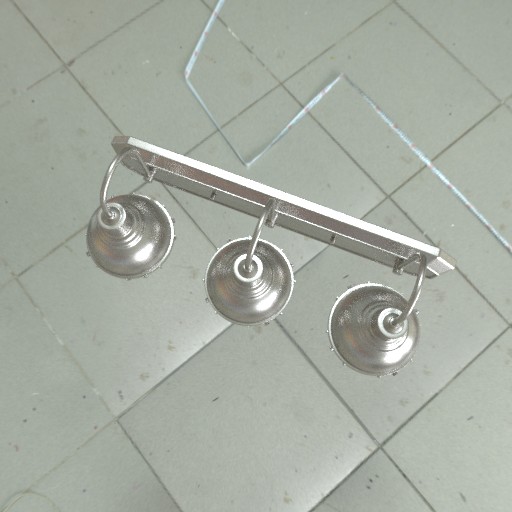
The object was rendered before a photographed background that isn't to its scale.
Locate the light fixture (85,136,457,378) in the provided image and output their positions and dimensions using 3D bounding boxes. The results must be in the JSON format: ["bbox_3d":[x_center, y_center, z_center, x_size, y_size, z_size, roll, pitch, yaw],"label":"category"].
[{"bbox_3d":[0.000,0.000,0.747,0.634,0.254,0.229,21,77,5],"label":"light fixture"}]
